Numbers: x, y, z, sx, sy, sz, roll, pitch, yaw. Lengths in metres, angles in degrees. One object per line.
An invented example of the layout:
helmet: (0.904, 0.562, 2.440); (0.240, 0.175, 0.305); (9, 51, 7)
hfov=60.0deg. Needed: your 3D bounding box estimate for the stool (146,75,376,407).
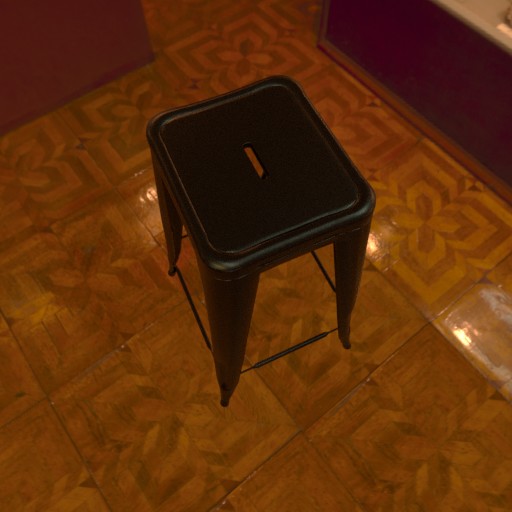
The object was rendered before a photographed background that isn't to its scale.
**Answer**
stool: (0.000, 0.000, 0.899); (0.423, 0.609, 0.455); (-33, 68, -15)
